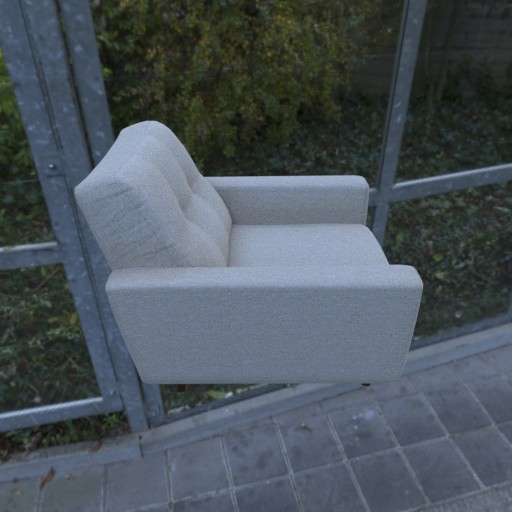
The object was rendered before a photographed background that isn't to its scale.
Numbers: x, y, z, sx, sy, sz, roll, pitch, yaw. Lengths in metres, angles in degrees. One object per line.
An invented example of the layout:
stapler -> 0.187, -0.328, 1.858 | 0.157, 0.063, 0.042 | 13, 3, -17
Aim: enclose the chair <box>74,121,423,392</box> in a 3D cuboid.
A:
chair -> 0.000, 0.000, 1.854 | 1.128, 0.965, 0.897 | 0, 33, -1
